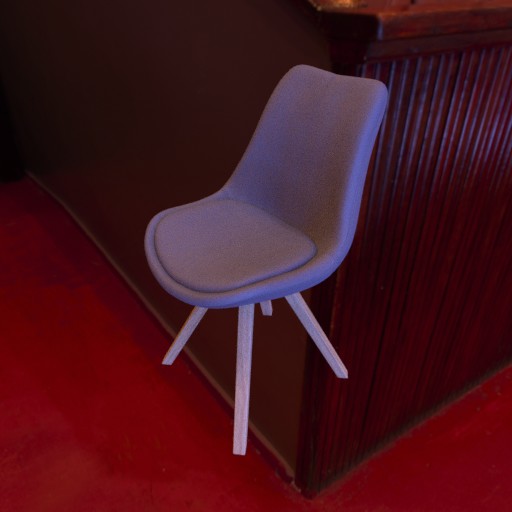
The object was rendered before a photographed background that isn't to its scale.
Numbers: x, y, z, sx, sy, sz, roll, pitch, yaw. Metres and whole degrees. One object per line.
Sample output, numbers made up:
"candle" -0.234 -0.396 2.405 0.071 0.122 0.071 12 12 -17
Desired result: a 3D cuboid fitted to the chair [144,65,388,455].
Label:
"chair" 0.000 0.000 1.183 0.547 0.865 0.483 -23 40 -31
